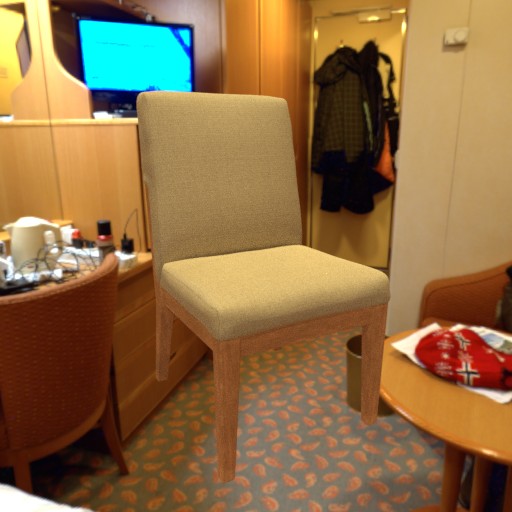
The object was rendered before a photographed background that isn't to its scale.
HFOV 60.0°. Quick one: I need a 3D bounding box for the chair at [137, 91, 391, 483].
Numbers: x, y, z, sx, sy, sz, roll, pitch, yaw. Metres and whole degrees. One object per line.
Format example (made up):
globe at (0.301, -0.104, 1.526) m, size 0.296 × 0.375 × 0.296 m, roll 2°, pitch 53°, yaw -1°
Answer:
chair at (0.000, 0.000, 1.258) m, size 0.507 × 0.911 × 0.586 m, roll -8°, pitch 17°, yaw -28°
